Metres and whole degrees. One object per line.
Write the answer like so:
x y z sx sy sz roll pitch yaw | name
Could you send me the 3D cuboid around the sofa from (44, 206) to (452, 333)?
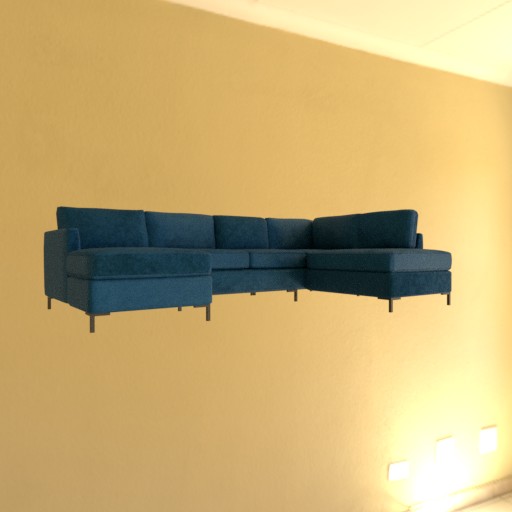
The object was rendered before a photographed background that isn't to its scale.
0.000 0.000 4.284 3.434 0.992 2.055 0 1 -36 | sofa
